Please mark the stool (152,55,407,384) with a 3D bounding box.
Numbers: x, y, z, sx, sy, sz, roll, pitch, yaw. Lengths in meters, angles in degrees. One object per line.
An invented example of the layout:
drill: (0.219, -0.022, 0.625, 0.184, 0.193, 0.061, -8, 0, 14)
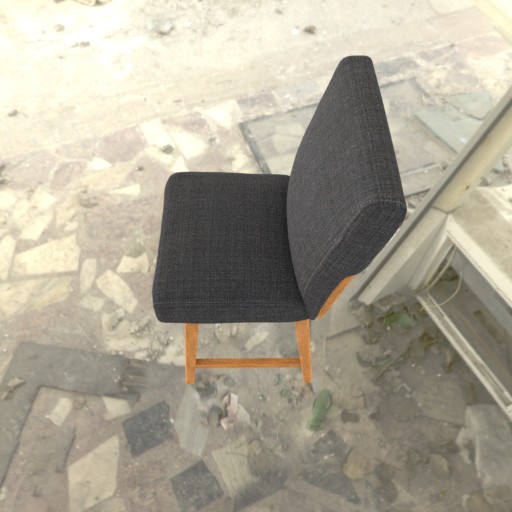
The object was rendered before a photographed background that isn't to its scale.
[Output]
stool: (0.000, 0.000, 1.281, 0.526, 1.010, 0.459, 0, 59, 0)
